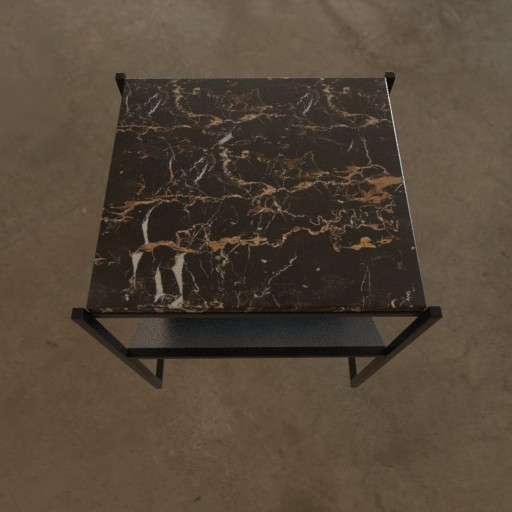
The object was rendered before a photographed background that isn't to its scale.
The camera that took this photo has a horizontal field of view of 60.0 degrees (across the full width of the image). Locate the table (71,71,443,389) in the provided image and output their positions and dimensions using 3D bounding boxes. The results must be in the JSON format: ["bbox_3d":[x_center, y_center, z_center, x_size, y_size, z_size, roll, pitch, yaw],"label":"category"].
[{"bbox_3d":[0.000,0.000,0.891,0.469,0.534,0.432,0,64,0],"label":"table"}]
